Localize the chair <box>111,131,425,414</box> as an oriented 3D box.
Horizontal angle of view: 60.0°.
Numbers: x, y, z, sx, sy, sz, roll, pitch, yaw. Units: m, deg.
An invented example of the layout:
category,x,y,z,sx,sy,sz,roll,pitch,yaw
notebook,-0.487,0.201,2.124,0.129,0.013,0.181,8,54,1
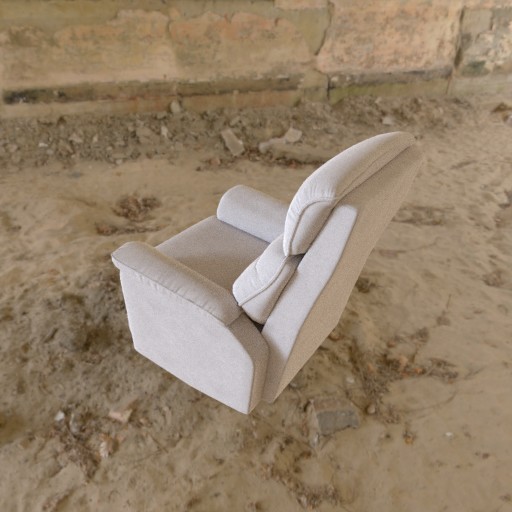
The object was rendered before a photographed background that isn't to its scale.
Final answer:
category,x,y,z,sx,sy,sz,roll,pitch,yaw
chair,0.000,0.000,1.762,1.001,1.039,0.820,20,37,29
